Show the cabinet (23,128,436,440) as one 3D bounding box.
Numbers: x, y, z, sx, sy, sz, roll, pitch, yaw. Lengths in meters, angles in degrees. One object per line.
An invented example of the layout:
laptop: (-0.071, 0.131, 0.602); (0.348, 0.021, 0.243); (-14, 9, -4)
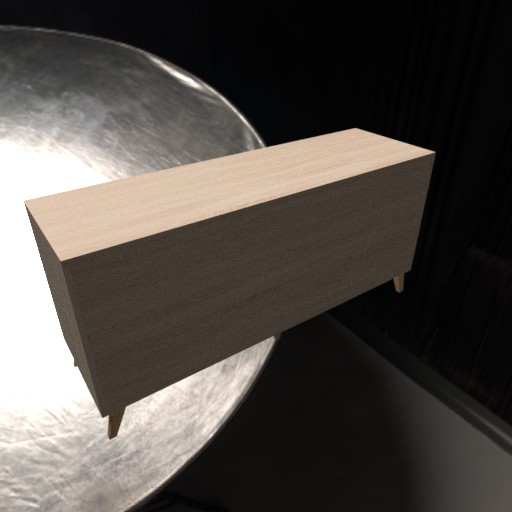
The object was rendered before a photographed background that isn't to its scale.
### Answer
cabinet: (0.000, 0.000, 1.989); (1.649, 0.780, 0.500); (-20, 36, -29)
